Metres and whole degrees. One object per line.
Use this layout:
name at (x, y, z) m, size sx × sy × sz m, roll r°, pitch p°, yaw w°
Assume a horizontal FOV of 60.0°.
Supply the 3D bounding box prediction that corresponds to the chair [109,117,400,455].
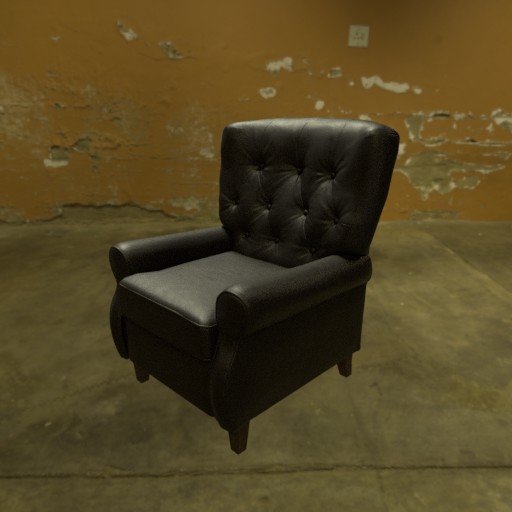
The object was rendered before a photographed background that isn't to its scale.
chair at (0.000, 0.000, 1.937) m, size 0.948 × 1.158 × 1.058 m, roll 16°, pitch 24°, yaw 42°
